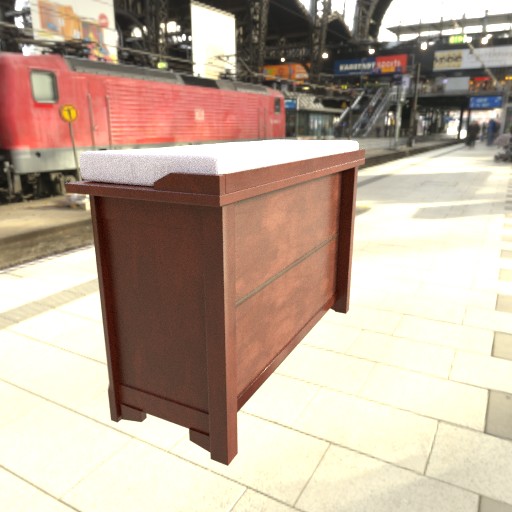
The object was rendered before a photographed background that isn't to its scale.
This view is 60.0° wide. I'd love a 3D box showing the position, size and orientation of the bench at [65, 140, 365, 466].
[{"bbox_3d":[0.000,0.000,1.319,0.369,0.646,0.987,8,18,26],"label":"bench"}]
